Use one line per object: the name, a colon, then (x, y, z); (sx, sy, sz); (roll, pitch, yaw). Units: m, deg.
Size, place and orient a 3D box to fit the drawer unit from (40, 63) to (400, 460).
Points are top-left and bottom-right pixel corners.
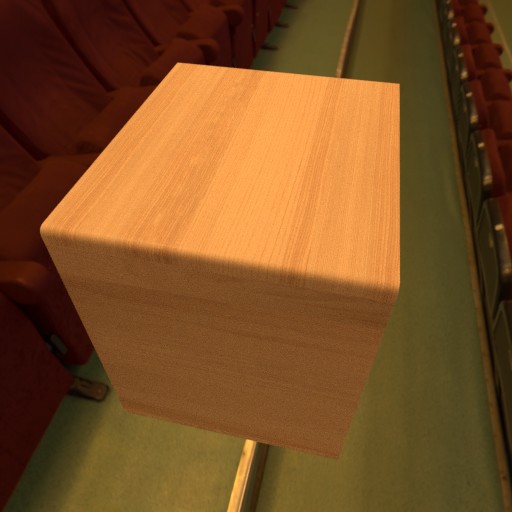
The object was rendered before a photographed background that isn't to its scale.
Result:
drawer unit: (0.000, 0.000, 0.582); (0.290, 0.344, 0.344); (9, 47, 9)
